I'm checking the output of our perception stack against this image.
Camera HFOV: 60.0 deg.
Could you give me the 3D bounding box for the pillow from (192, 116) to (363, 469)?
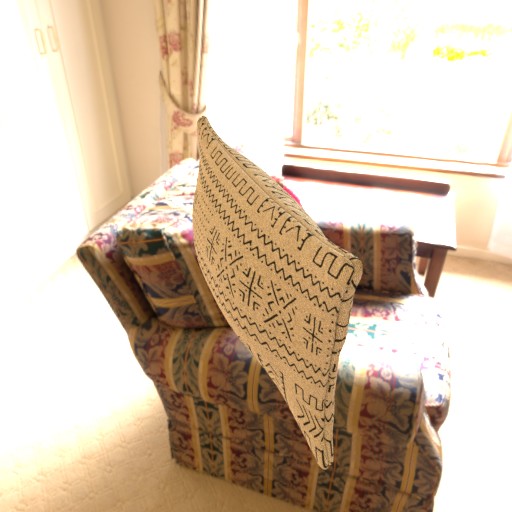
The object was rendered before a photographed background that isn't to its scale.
[{"bbox_3d":[0.000,0.000,0.798,0.188,0.352,0.637,-11,34,-18],"label":"pillow"}]
